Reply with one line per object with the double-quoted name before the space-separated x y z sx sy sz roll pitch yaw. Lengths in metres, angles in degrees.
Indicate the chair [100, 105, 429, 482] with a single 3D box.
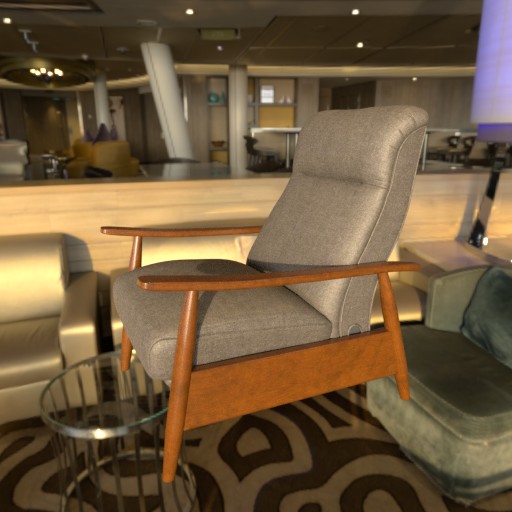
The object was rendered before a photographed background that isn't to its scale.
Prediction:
"chair" 0.000 0.000 1.671 1.014 1.081 0.762 -8 17 -25
